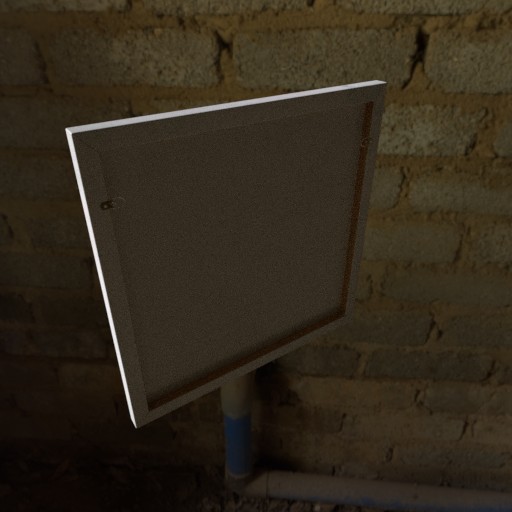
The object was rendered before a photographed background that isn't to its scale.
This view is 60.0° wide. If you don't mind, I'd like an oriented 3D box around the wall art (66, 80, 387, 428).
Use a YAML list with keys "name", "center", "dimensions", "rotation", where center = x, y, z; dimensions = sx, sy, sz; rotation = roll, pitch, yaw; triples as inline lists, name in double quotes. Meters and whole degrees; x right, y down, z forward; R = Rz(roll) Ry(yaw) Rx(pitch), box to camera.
- name: "wall art"
  center: [0.000, 0.000, 1.127]
  dimensions: [0.762, 0.762, 0.041]
  rotation: [-20, 37, -28]
